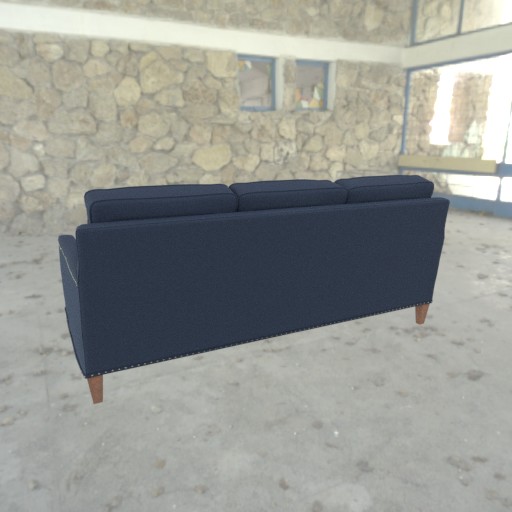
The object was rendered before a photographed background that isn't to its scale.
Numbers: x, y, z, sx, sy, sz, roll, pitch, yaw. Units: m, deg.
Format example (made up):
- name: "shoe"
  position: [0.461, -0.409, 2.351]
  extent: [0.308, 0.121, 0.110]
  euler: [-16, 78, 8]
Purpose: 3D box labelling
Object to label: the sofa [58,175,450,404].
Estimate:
- name: "sofa"
  position: [0.000, 0.000, 2.805]
  extent: [2.246, 1.003, 1.084]
  euler: [-7, 16, -26]
